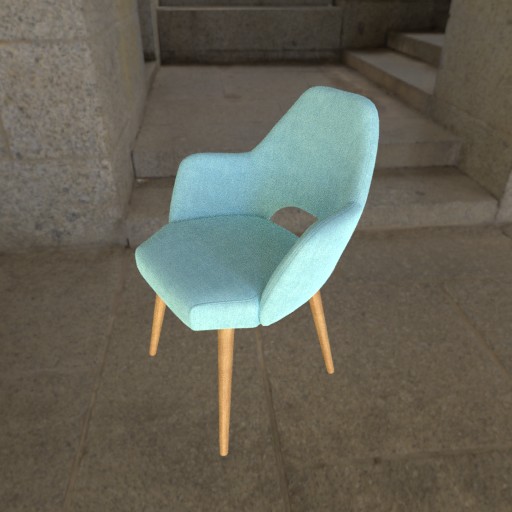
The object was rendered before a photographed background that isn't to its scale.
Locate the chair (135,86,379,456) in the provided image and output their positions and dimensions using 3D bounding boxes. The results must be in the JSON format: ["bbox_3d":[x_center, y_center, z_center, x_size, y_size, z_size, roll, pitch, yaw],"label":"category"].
[{"bbox_3d":[0.000,0.000,1.272,0.610,0.840,0.590,-21,38,-29],"label":"chair"}]
